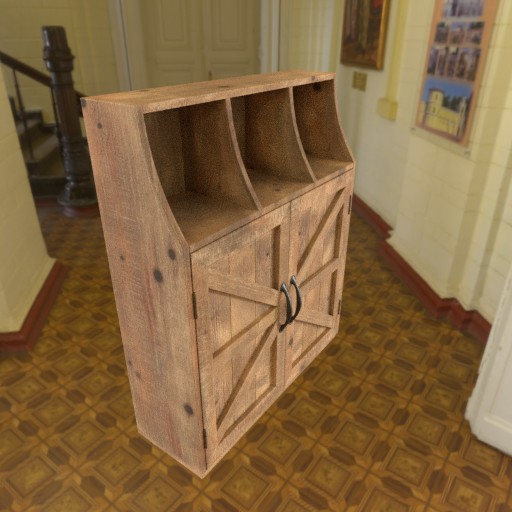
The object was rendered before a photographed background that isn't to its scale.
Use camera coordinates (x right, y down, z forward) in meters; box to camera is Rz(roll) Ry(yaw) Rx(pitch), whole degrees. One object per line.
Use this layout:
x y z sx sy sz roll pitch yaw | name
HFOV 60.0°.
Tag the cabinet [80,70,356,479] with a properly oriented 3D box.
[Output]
0.000 0.000 0.813 0.184 0.590 0.489 19 33 32 | cabinet
